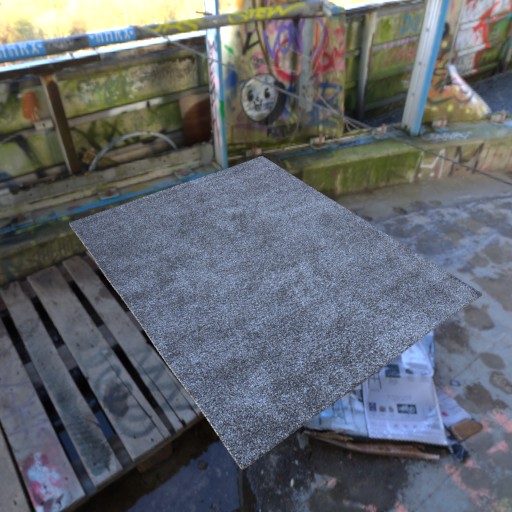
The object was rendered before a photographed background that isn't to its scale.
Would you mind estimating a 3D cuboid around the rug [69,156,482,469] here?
[{"bbox_3d":[0.000,0.000,4.011,2.401,0.025,3.000,-25,46,-27],"label":"rug"}]
